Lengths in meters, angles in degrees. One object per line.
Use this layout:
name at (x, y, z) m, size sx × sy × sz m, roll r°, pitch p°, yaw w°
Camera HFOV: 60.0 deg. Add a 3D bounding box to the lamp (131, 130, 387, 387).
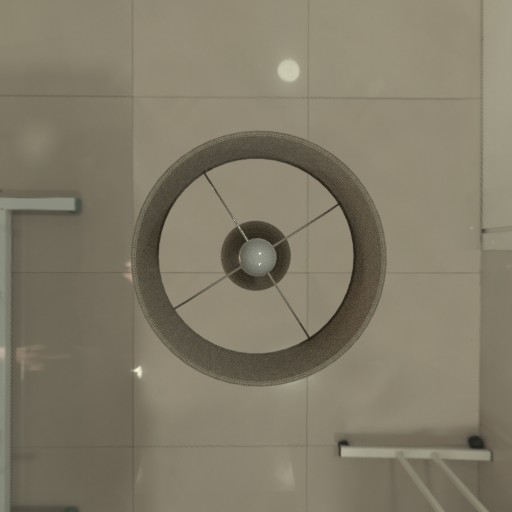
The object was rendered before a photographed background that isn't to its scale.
lamp at (0.000, 0.000, 0.856) m, size 0.367 × 0.609 × 0.367 m, roll 0°, pitch 91°, yaw -1°
